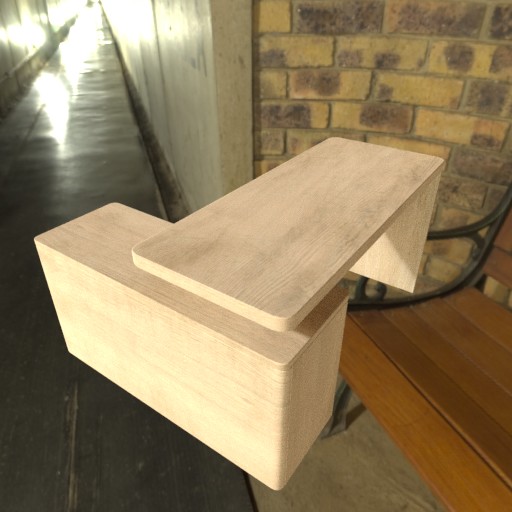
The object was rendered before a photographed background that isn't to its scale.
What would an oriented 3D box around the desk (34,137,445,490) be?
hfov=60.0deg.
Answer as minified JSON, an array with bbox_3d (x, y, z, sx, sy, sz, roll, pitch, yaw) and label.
[{"bbox_3d":[0.000,0.000,2.057,1.175,0.770,1.400,21,38,29],"label":"desk"}]
